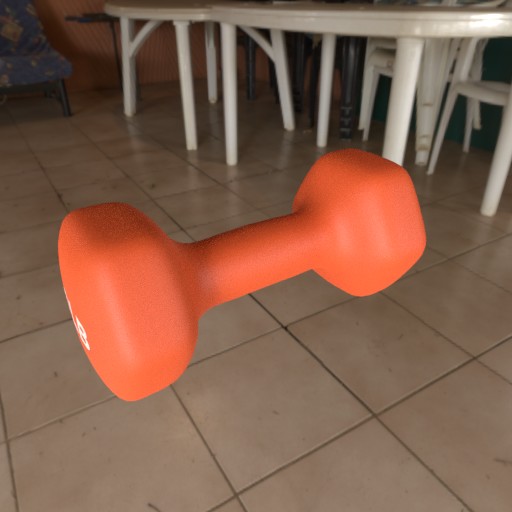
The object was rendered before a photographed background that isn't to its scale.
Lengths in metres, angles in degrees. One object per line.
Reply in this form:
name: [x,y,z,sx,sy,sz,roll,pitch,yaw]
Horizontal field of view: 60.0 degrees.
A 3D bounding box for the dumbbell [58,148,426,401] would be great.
dumbbell: [0.000,0.000,0.203,0.162,0.071,0.079,-18,35,-28]
